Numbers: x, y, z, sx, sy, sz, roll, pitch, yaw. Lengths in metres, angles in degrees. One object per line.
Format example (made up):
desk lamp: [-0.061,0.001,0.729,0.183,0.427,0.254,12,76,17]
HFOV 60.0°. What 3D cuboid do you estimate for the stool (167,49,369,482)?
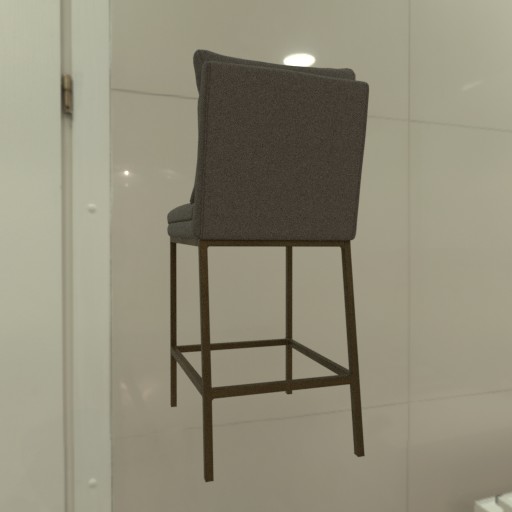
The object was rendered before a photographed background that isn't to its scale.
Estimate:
stool: [0.000,0.000,1.328,0.463,1.030,0.569,0,1,-18]
